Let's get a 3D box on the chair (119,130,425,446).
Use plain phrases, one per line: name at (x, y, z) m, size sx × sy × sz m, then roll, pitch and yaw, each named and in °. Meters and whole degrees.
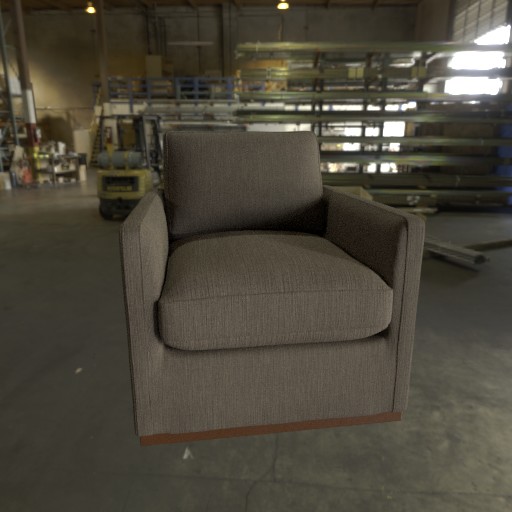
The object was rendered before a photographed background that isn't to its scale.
chair at (0.000, 0.000, 1.480) m, size 0.763 × 0.811 × 0.834 m, roll -2°, pitch 16°, yaw -8°
